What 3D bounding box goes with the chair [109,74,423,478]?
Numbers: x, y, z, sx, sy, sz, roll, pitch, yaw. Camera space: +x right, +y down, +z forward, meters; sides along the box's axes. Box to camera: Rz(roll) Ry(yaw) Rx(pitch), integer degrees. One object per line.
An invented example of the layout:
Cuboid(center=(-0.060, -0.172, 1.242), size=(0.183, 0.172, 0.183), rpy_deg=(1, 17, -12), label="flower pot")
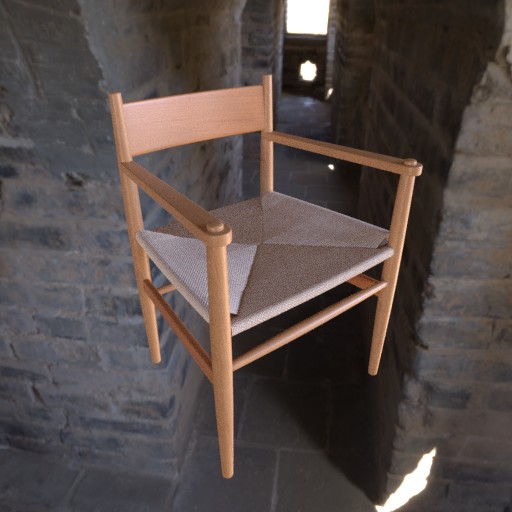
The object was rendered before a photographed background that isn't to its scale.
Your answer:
Cuboid(center=(0.000, 0.000, 1.103), size=(0.556, 0.762, 0.495), rpy_deg=(-22, 36, -32), label="chair")
